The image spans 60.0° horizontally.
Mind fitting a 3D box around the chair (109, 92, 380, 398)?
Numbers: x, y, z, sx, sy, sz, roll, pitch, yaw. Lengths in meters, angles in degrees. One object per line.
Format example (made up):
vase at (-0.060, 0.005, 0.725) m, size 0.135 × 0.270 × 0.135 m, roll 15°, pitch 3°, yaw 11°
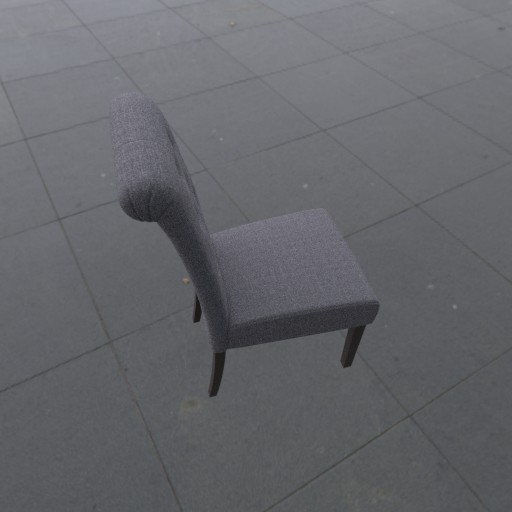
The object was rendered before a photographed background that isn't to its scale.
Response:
chair at (0.000, 0.000, 1.392) m, size 0.671 × 1.006 × 0.456 m, roll -11°, pitch 48°, yaw -10°
